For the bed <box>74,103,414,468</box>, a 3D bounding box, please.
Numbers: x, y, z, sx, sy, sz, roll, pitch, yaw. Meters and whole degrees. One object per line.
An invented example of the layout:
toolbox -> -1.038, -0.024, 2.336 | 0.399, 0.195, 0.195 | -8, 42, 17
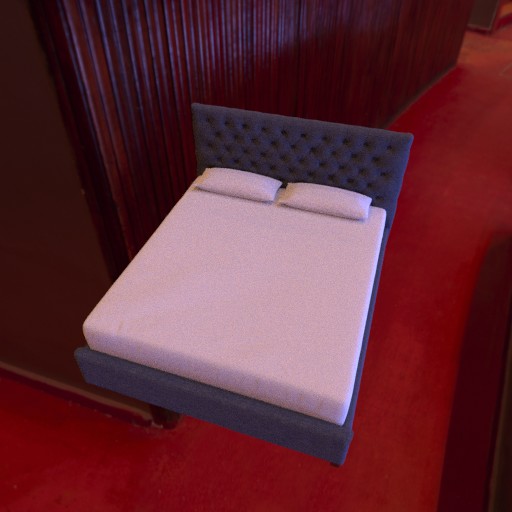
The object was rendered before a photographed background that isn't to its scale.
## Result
bed -> 0.000, 0.000, 3.668 | 2.078, 1.427, 2.387 | 13, 43, 14
